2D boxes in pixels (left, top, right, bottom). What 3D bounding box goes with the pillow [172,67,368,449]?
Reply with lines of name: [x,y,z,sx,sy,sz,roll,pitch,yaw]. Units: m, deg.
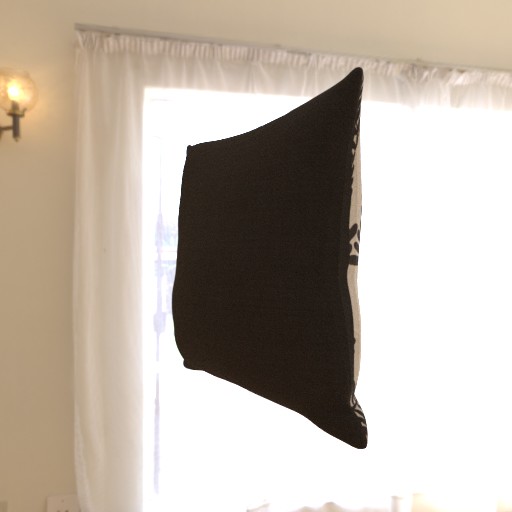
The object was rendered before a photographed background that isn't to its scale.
pillow: [0.000,0.000,0.680,0.182,0.441,0.440,0,0,-37]
